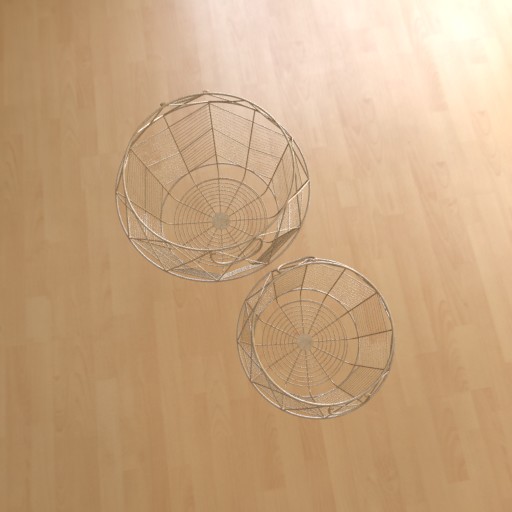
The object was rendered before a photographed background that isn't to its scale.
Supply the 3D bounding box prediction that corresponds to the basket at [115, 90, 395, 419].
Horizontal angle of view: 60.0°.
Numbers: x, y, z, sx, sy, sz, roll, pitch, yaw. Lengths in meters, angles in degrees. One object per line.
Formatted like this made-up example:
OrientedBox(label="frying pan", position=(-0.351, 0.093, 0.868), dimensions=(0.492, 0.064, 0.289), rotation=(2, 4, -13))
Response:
OrientedBox(label="basket", position=(0.000, 0.000, 1.059), dimensions=(0.451, 0.343, 0.805), rotation=(-33, 78, -8))
